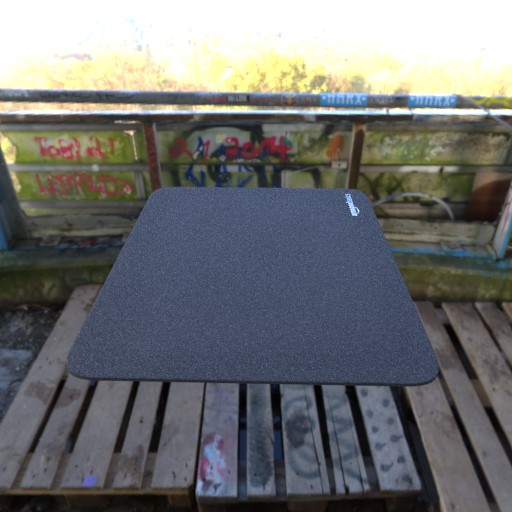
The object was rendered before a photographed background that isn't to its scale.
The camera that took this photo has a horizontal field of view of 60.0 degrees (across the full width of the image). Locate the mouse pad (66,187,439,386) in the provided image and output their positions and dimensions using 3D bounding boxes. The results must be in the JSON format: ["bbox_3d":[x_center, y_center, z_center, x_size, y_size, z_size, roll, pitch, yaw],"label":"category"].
[{"bbox_3d":[0.000,0.000,0.341,0.211,0.002,0.249,1,33,1],"label":"mouse pad"}]
